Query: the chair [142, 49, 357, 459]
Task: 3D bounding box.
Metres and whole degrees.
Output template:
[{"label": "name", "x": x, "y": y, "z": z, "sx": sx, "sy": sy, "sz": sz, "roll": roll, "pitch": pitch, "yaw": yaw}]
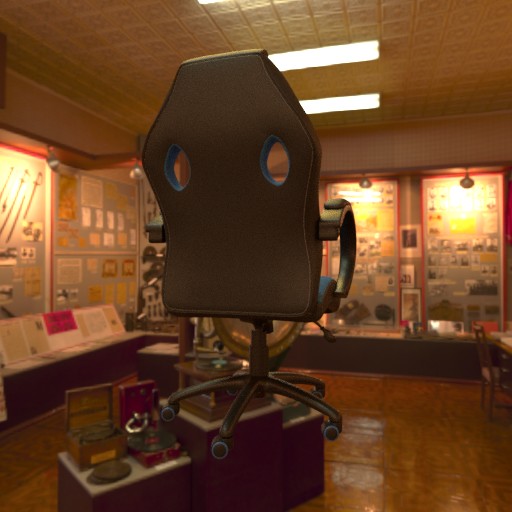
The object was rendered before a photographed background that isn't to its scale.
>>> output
[{"label": "chair", "x": 0.000, "y": 0.000, "z": 1.606, "sx": 0.673, "sy": 1.187, "sz": 0.724, "roll": 0, "pitch": -1, "yaw": 18}]
